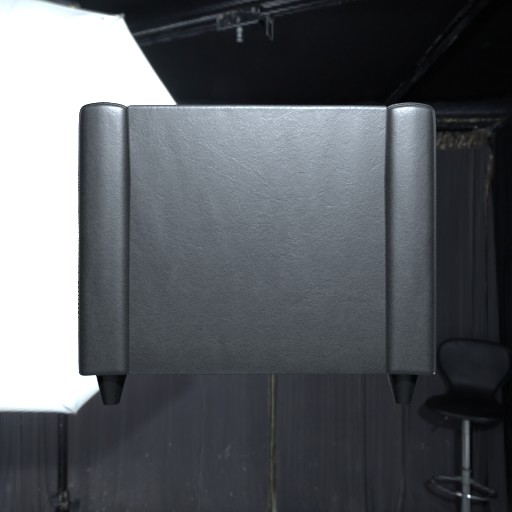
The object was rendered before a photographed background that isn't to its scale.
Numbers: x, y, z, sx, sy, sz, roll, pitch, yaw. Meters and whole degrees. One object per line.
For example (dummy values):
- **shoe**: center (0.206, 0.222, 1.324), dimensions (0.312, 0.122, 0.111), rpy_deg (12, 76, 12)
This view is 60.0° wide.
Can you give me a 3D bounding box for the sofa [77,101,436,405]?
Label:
- **sofa**: center (0.000, 0.000, 1.415), dimensions (0.839, 0.724, 0.809), rpy_deg (0, -1, -1)
